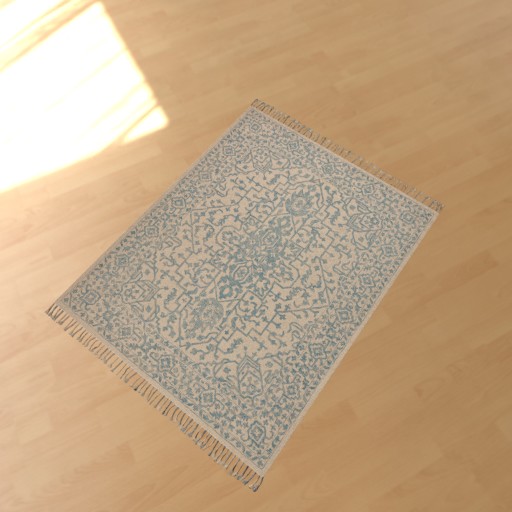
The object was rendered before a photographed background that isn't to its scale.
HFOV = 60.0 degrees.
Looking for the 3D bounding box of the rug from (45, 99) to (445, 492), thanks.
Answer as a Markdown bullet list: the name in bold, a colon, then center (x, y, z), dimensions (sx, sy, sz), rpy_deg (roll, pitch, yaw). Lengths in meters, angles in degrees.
- **rug**: center (0.000, 0.000, 4.354), dimensions (2.464, 0.010, 3.327), rpy_deg (34, 69, 15)
